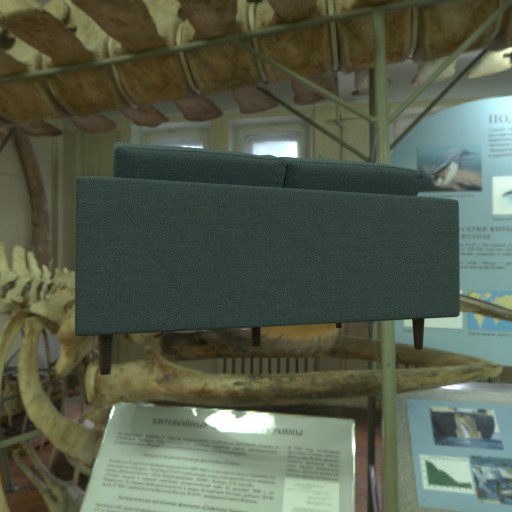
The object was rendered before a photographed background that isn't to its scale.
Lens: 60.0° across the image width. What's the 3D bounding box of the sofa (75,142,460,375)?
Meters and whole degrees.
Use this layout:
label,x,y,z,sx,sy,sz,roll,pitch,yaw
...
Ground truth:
label,x,y,z,sx,sy,sz,roll,pitch,yaw
sofa,0.000,0.000,2.250,1.659,0.907,0.999,0,-1,-20
